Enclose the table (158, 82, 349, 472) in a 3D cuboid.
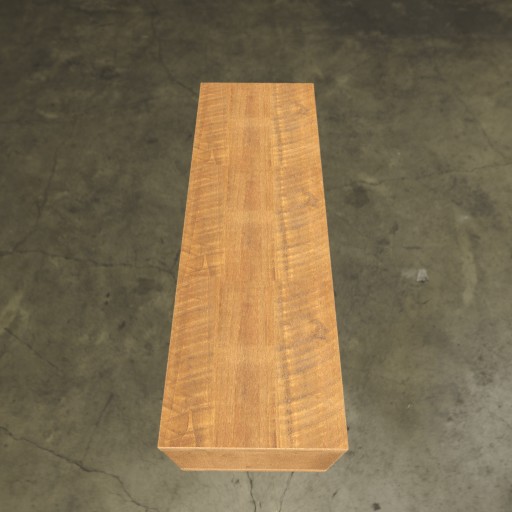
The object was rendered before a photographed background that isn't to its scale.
[{"bbox_3d":[0.000,0.000,1.760,0.499,0.491,1.499,0,57,0],"label":"table"}]
